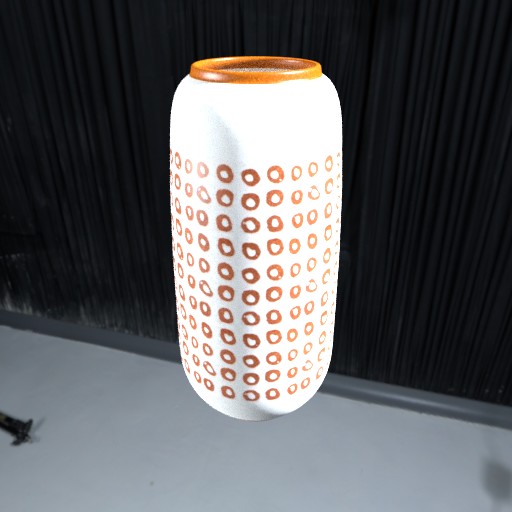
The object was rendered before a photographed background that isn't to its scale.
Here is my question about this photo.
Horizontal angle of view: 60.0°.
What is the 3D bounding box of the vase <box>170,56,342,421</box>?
[{"bbox_3d":[0.000,0.000,0.351,0.133,0.282,0.133,0,30,0],"label":"vase"}]
